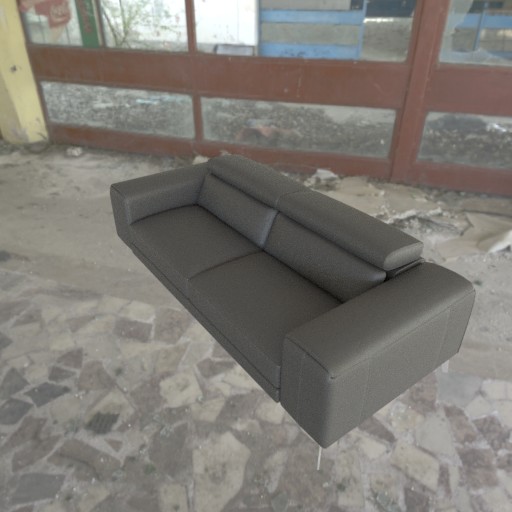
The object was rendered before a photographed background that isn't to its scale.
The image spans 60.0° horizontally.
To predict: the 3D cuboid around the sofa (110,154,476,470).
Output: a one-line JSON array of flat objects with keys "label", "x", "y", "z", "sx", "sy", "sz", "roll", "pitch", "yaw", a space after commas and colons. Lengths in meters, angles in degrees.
[{"label": "sofa", "x": 0.000, "y": 0.000, "z": 2.799, "sx": 1.023, "sy": 0.759, "sz": 2.321, "roll": -21, "pitch": 37, "yaw": -30}]
